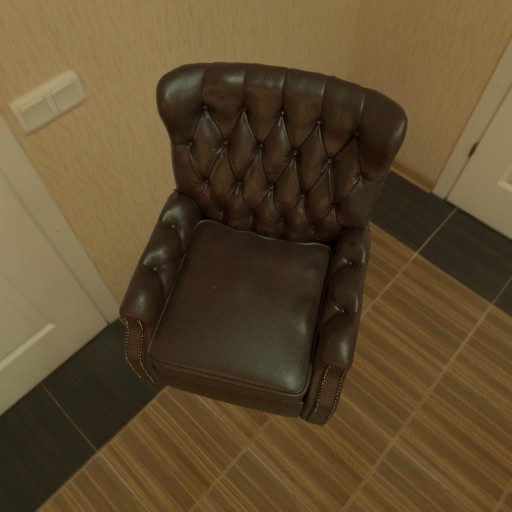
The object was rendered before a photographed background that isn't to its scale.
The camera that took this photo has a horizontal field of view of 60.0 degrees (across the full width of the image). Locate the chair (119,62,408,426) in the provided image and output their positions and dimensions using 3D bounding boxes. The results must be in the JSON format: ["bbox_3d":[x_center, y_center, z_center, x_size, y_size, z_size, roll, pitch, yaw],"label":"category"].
[{"bbox_3d":[0.000,0.000,1.446,0.709,0.864,0.823,12,59,7],"label":"chair"}]
